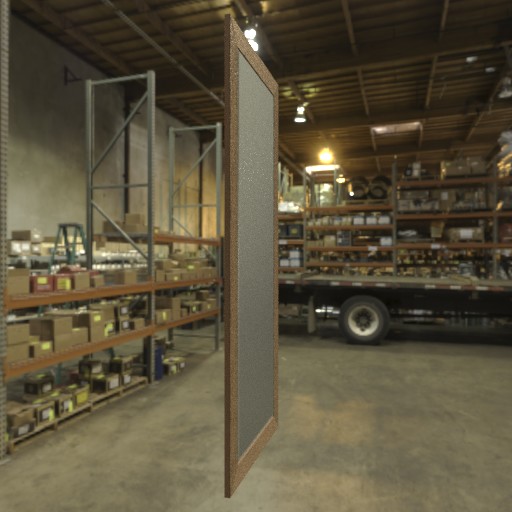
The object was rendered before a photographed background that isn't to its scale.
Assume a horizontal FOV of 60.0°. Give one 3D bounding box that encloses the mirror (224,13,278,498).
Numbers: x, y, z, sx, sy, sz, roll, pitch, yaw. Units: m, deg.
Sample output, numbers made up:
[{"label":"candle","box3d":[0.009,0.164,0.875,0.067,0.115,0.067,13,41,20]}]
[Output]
[{"label":"mirror","box3d":[0.000,0.000,2.248,0.026,2.031,0.812,0,0,17]}]
